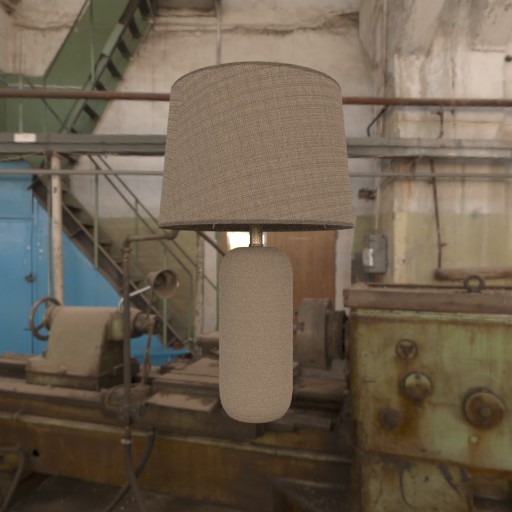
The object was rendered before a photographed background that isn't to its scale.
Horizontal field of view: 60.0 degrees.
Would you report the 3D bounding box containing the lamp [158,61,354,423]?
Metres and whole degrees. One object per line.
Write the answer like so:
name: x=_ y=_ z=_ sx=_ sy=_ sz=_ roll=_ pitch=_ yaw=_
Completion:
lamp: x=0.000 y=0.000 z=0.851 sx=0.367 sy=0.609 sz=0.367 roll=0 pitch=1 yaw=0
